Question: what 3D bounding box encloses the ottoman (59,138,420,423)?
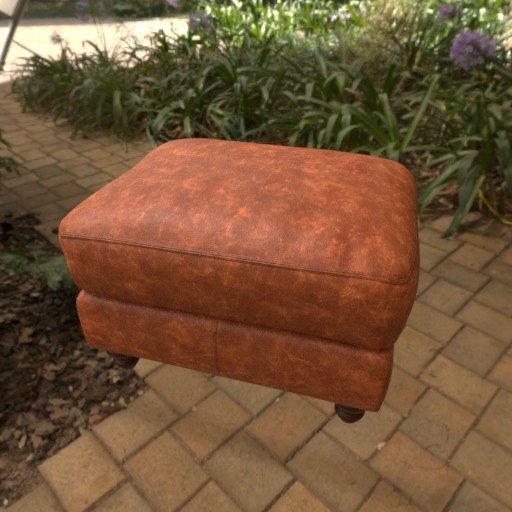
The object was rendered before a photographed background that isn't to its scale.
[{"bbox_3d":[0.000,0.000,1.259,0.832,0.562,0.657,9,33,14],"label":"ottoman"}]
